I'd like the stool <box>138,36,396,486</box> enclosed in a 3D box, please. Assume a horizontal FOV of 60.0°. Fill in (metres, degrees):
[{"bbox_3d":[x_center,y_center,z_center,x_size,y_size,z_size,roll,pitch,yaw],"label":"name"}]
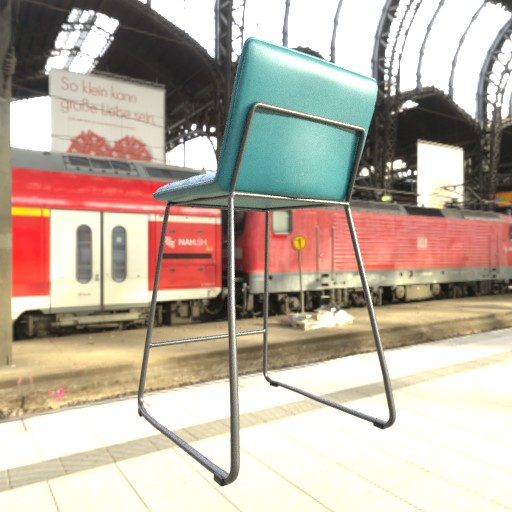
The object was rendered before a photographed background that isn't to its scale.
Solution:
[{"bbox_3d":[0.000,0.000,1.161,0.489,0.866,0.524,0,0,-35],"label":"stool"}]
